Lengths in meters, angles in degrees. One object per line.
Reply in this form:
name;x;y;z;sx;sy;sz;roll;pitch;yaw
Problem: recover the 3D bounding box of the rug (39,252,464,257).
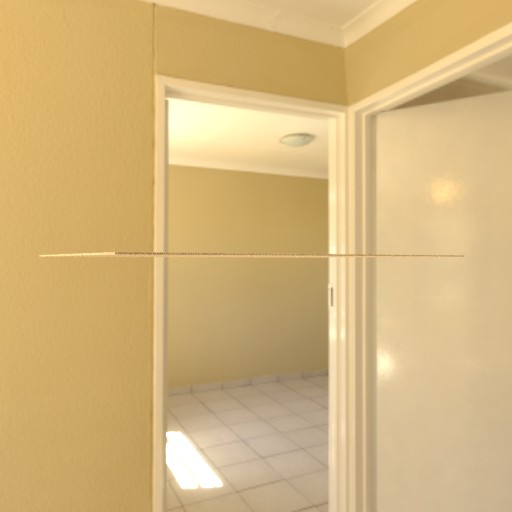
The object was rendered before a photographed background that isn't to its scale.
rug;0.000;0.000;2.180;1.752;0.006;1.142;0;-1;-35
